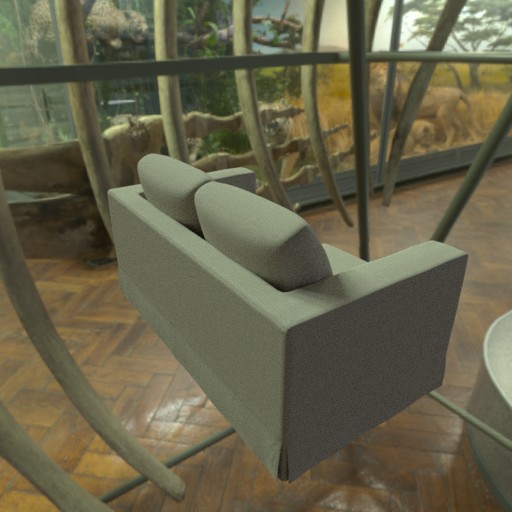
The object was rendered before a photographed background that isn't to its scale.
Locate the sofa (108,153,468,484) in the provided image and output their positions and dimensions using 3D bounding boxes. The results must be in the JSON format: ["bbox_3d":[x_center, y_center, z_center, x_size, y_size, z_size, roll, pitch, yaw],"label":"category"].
[{"bbox_3d":[0.000,0.000,2.378,1.009,0.932,1.813,-17,30,-31],"label":"sofa"}]
